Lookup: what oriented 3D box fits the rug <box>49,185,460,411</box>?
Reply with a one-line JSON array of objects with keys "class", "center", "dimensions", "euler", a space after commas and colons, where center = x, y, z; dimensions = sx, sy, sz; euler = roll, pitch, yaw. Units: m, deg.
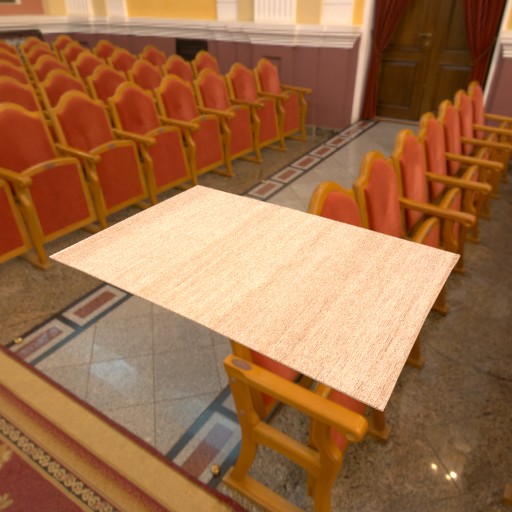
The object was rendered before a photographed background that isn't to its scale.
[{"class": "rug", "center": [0.000, 0.000, 3.023], "dimensions": [2.346, 0.029, 1.574], "euler": [19, 36, 28]}]
